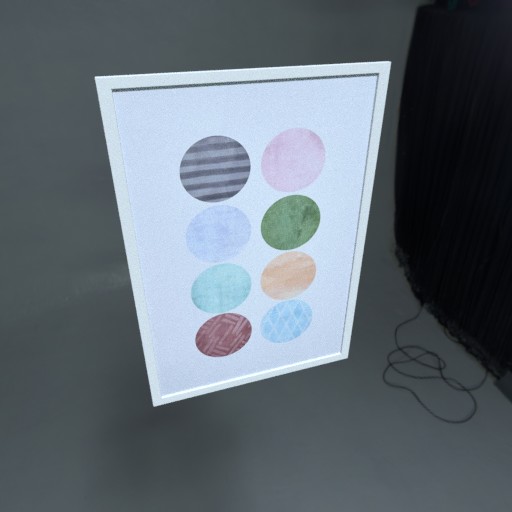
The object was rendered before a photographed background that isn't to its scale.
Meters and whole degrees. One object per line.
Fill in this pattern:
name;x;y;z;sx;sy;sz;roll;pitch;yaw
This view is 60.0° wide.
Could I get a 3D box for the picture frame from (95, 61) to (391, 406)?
picture frame;0.000;0.000;1.194;0.659;0.940;0.013;-10;33;-15
